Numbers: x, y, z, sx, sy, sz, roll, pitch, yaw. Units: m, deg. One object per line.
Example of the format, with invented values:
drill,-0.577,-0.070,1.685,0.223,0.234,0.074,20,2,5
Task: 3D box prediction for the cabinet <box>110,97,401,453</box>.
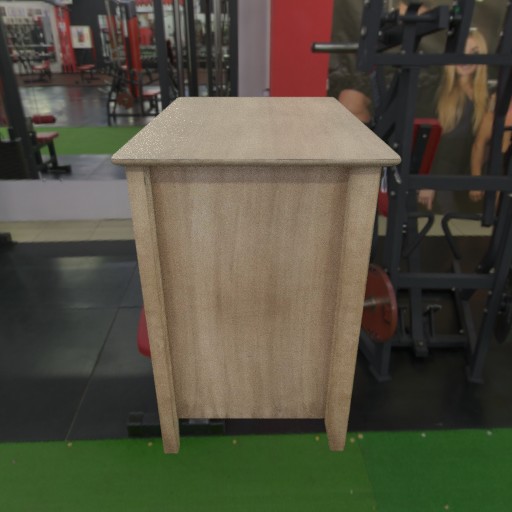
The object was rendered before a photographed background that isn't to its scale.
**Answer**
cabinet,0.000,0.000,1.265,0.503,0.762,0.763,0,27,0
